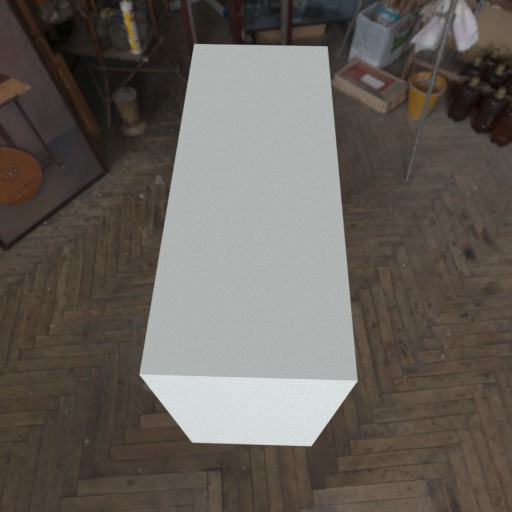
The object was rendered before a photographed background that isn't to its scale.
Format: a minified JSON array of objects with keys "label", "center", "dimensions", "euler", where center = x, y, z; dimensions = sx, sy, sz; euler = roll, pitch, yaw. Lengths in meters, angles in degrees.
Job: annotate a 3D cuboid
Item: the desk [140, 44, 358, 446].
[{"label":"desk","center":[0.000,0.000,1.409],"dimensions":[0.400,0.790,1.000],"euler":[1,59,1]}]
